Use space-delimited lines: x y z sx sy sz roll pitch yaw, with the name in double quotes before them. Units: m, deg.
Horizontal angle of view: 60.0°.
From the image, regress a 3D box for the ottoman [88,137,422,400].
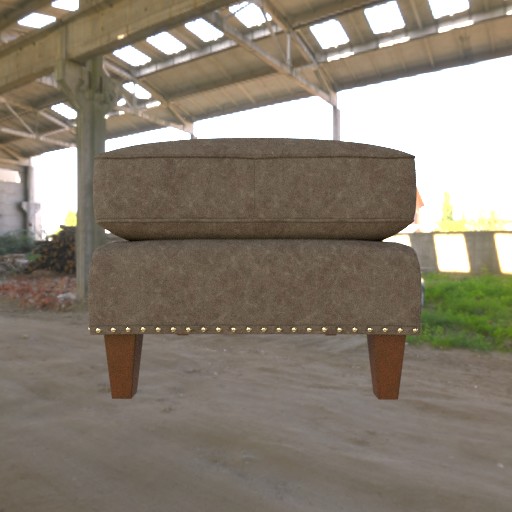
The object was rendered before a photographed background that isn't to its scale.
"ottoman" 0.000 0.000 1.128 0.584 0.513 0.741 0 0 0
